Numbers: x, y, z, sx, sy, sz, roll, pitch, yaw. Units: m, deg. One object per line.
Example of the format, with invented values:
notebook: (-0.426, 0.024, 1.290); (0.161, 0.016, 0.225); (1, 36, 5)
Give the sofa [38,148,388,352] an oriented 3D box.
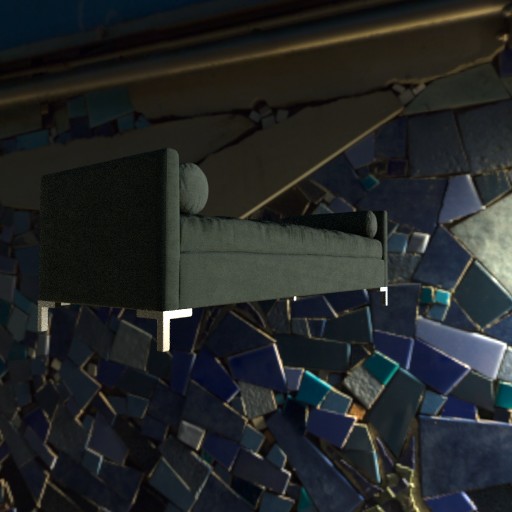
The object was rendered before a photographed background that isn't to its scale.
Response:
sofa: (0.000, 0.000, 2.482); (0.797, 0.657, 2.102); (-1, -2, 36)
